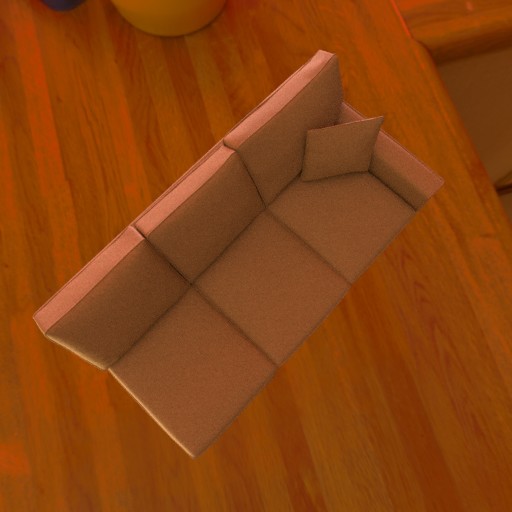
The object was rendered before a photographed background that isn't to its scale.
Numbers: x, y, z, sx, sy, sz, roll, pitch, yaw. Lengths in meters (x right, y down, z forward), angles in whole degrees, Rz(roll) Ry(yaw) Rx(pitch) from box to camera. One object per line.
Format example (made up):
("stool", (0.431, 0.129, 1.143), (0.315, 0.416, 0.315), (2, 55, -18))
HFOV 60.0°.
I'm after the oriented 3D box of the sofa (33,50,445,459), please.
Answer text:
("sofa", (0.000, 0.000, 2.455), (1.034, 0.946, 1.963), (42, 79, 10))
